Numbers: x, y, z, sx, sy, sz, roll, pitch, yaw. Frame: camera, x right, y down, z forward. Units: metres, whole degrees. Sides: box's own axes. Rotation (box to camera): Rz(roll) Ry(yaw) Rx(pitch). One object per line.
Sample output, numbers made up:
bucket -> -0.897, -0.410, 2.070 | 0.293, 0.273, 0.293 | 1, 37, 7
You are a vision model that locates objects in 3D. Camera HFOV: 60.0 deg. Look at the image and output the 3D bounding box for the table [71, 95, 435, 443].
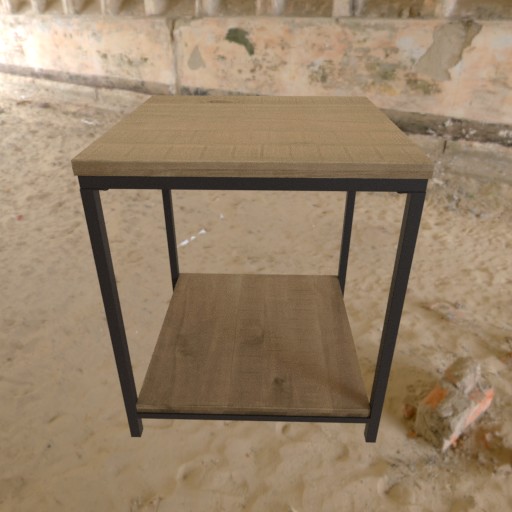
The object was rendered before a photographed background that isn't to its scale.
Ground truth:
table -> 0.000, 0.000, 0.981 | 0.507, 0.589, 0.503 | 1, 30, 1
